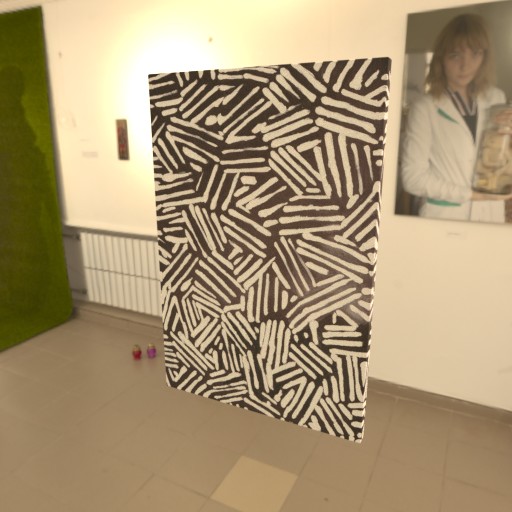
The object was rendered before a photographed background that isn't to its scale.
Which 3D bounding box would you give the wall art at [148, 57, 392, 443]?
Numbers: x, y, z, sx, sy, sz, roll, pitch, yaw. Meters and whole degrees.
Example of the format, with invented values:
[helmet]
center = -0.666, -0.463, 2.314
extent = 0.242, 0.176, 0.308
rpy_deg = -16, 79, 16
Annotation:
[wall art]
center = 0.000, 0.000, 1.161
extent = 0.615, 0.918, 0.035
rpy_deg = 8, 17, 25
